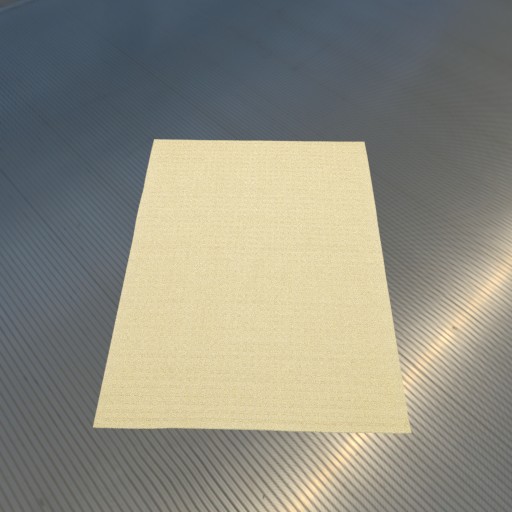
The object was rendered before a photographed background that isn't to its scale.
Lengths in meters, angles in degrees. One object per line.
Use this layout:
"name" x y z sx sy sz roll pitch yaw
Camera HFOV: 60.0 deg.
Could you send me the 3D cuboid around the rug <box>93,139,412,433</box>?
"rug" 0.000 0.000 4.266 2.452 0.016 3.204 1 57 1
